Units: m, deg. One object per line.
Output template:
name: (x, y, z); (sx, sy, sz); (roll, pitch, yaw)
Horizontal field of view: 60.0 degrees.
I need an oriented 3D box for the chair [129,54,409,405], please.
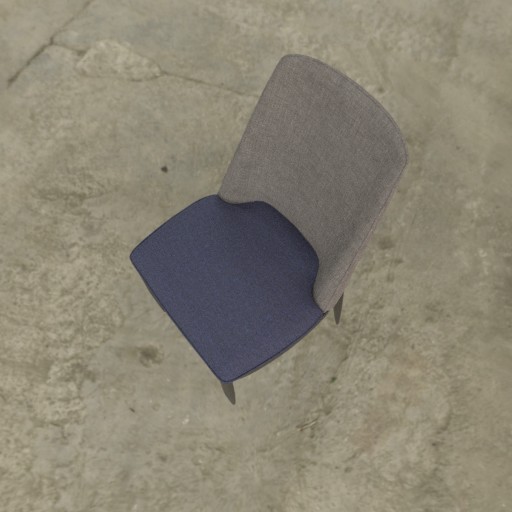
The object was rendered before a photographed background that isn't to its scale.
chair: (0.000, 0.000, 1.182); (0.550, 0.855, 0.488); (-35, 69, -16)
